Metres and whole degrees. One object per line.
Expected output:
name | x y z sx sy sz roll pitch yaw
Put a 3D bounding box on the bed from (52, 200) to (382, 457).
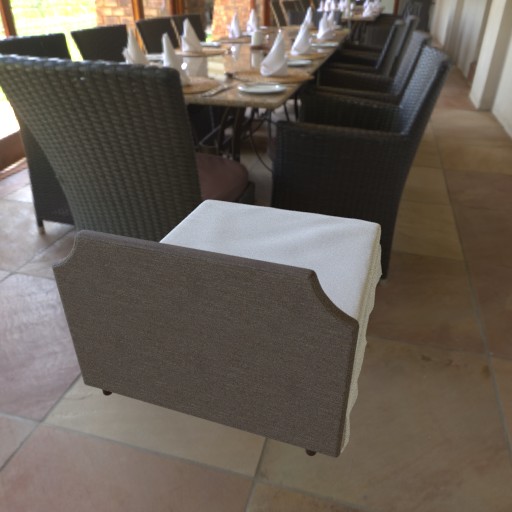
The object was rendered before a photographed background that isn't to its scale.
bed | 0.000 0.000 4.265 2.350 1.590 2.773 10 32 16
